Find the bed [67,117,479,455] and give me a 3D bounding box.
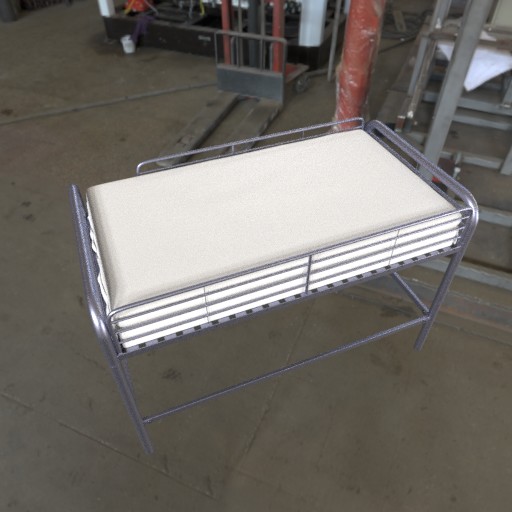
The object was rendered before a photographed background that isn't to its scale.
[{"bbox_3d":[0.000,0.000,2.889,1.965,1.288,1.415,-16,46,-16],"label":"bed"}]
